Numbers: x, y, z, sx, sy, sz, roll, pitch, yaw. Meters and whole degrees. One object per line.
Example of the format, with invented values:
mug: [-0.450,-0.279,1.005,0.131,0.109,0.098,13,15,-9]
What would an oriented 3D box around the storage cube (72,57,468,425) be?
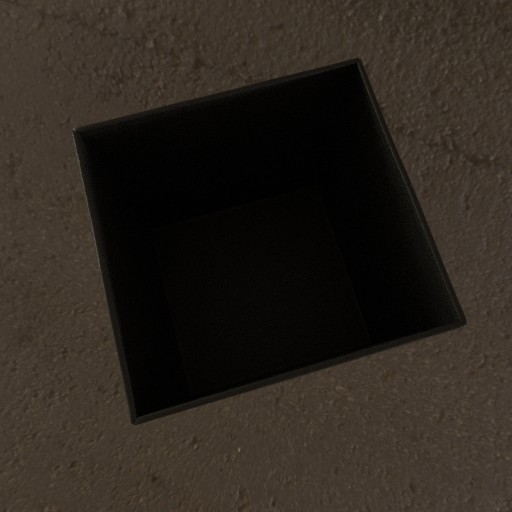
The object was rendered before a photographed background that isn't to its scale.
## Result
storage cube: [0.000,0.000,0.498,0.270,0.280,0.270,-16,76,-4]
